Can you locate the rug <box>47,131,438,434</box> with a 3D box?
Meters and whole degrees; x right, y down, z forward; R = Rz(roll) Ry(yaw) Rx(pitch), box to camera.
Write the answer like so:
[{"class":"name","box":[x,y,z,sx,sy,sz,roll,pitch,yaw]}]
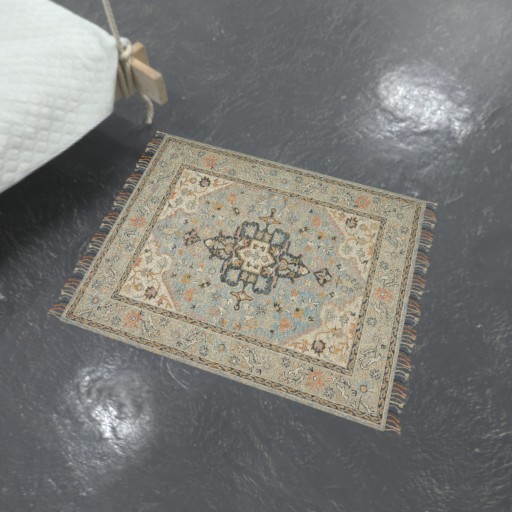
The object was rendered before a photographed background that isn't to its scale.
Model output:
[{"class":"rug","box":[0.000,0.000,4.309,3.221,0.011,2.379,16,63,9]}]
